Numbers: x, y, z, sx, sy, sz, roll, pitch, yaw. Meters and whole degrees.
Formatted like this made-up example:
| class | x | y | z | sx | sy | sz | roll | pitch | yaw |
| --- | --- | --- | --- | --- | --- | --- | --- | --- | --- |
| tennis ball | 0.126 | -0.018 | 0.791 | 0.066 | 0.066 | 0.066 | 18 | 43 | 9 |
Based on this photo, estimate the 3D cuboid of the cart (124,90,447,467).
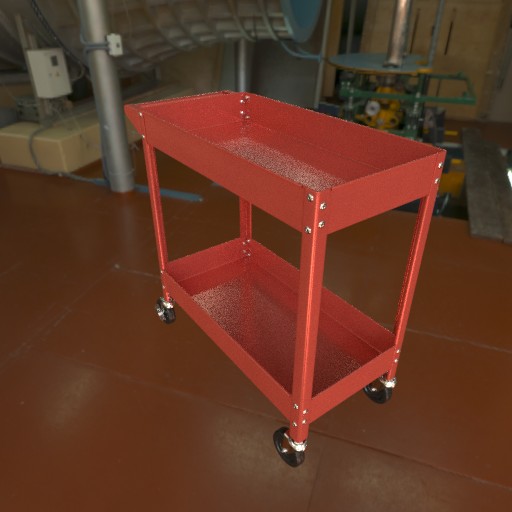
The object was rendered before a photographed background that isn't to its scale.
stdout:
| class | x | y | z | sx | sy | sz | roll | pitch | yaw |
| --- | --- | --- | --- | --- | --- | --- | --- | --- | --- |
| cart | 0.000 | 0.000 | 1.200 | 0.366 | 0.719 | 0.779 | -21 | 37 | -30 |
